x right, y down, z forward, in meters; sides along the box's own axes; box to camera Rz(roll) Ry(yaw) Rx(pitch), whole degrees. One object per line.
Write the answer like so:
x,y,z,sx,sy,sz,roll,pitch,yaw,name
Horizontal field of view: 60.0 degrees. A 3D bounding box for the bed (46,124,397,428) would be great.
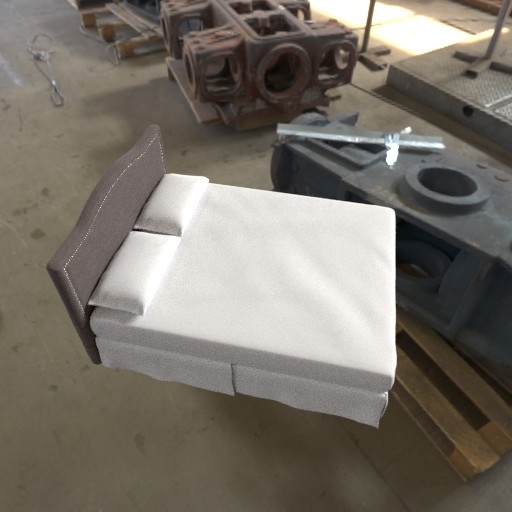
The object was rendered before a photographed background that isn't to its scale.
0.000,0.000,4.133,2.689,1.457,2.161,9,47,8,bed
